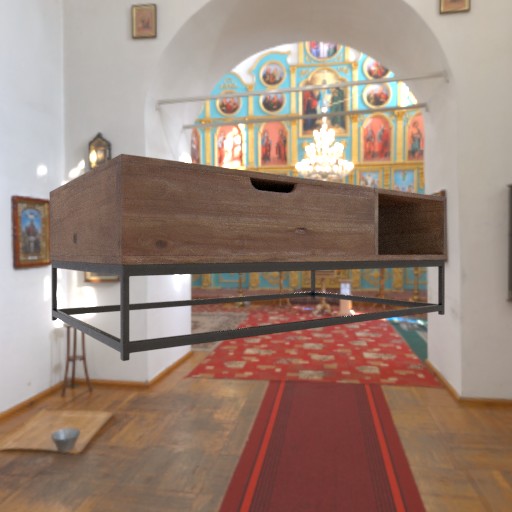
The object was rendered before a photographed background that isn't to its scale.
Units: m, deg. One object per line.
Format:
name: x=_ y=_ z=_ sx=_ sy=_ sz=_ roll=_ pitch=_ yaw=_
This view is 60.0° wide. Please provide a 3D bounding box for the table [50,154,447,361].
table: x=0.000 y=0.000 z=1.425 sx=1.101 sy=0.395 sz=0.655 roll=0 pitch=0 yaw=-36
